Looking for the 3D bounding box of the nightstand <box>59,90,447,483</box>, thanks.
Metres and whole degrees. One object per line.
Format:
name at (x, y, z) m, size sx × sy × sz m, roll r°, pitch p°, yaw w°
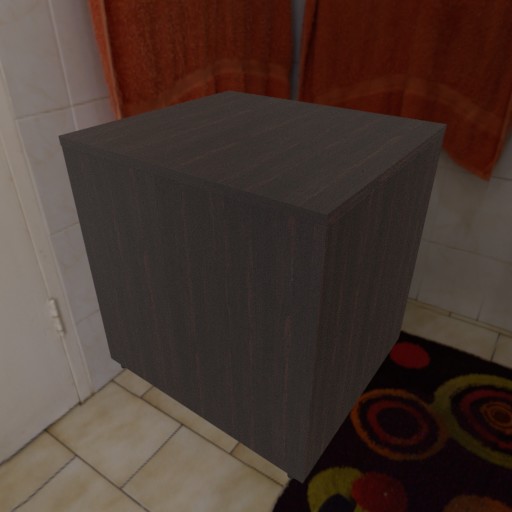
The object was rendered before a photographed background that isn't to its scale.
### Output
nightstand at (0.000, 0.000, 0.804) m, size 0.461 × 0.460 × 0.400 m, roll 21°, pitch 37°, yaw 30°
